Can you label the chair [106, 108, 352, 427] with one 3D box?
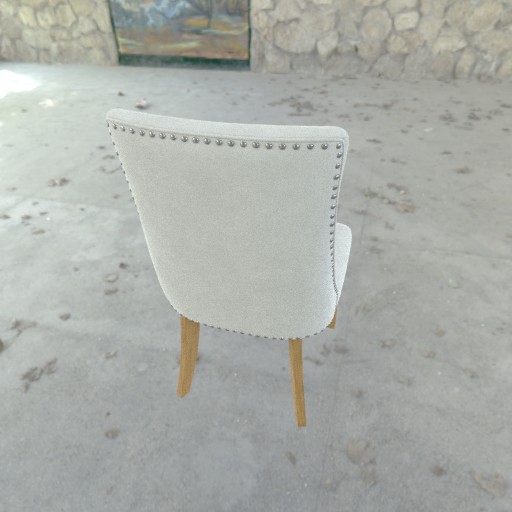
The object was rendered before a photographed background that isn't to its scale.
[{"bbox_3d":[0.000,0.000,1.251,0.495,0.902,0.610,9,34,14],"label":"chair"}]
